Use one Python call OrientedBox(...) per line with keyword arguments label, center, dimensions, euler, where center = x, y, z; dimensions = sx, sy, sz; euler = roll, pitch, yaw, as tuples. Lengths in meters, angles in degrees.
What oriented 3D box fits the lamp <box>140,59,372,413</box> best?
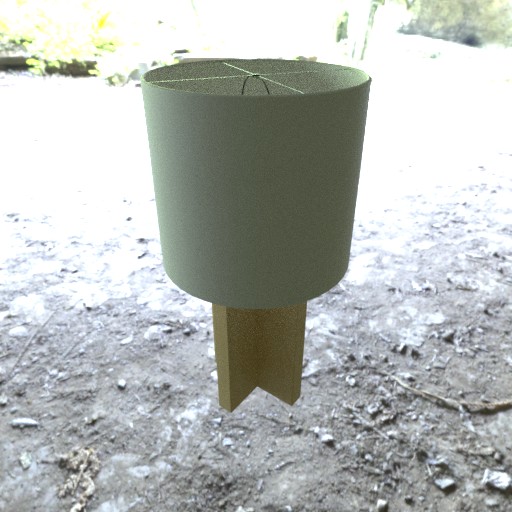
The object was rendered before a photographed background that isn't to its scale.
OrientedBox(label="lamp", center=(0.000, 0.000, 0.555), dimensions=(0.229, 0.428, 0.229), euler=(21, 37, 31))
